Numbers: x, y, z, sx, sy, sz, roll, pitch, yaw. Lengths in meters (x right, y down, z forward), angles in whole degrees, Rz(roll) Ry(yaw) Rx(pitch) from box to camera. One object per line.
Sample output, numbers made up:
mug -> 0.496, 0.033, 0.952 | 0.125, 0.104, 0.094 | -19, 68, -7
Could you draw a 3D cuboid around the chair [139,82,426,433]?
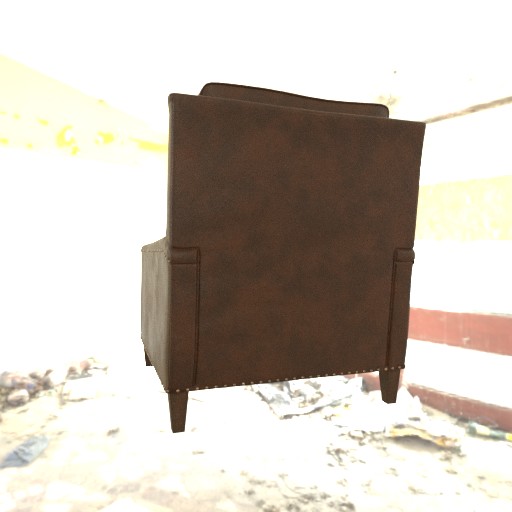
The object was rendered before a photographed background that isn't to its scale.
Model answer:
chair -> 0.000, 0.000, 1.814 | 0.854, 1.054, 1.035 | 0, 1, -19
